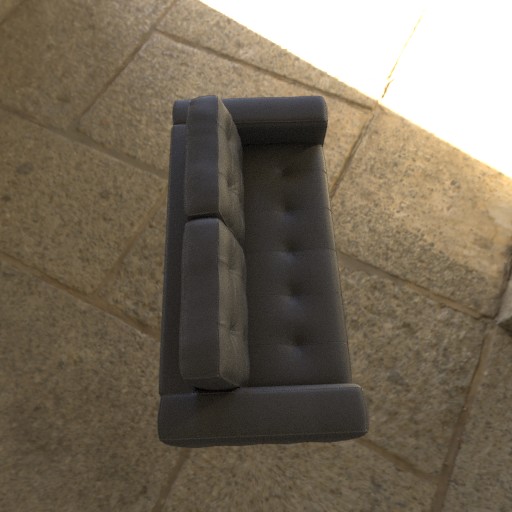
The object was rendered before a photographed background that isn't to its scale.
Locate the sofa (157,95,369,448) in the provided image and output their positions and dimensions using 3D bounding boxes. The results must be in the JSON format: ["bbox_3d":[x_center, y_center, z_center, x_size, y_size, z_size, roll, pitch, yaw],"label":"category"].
[{"bbox_3d":[0.000,0.000,2.201,0.833,0.892,1.726,-2,66,-1],"label":"sofa"}]
